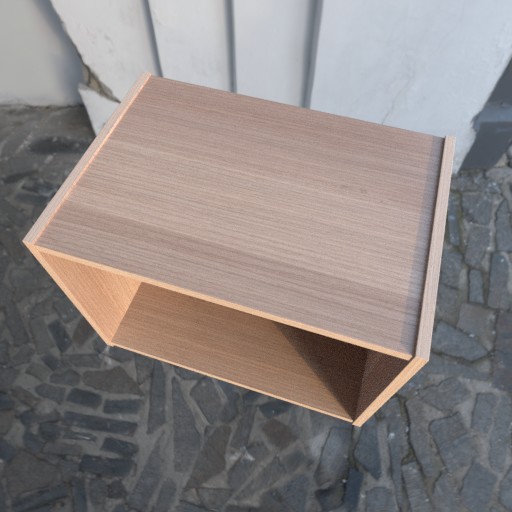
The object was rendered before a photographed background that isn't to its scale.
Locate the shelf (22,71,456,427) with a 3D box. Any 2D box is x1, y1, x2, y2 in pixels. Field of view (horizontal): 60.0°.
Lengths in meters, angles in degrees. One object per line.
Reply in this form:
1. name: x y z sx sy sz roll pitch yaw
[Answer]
1. shelf: 0.000 0.000 0.626 0.415 0.305 0.290 15 60 9
